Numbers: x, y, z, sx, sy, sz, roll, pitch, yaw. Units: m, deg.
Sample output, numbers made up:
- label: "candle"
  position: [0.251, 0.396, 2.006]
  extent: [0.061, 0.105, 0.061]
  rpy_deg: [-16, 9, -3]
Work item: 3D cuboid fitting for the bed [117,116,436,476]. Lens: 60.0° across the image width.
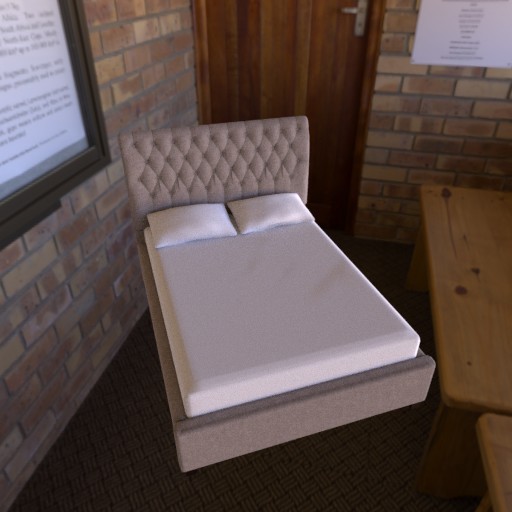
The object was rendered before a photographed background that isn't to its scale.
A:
- label: "bed"
  position: [0.000, 0.000, 3.290]
  extent: [1.645, 1.371, 2.252]
  rpy_deg: [-10, 34, -15]
